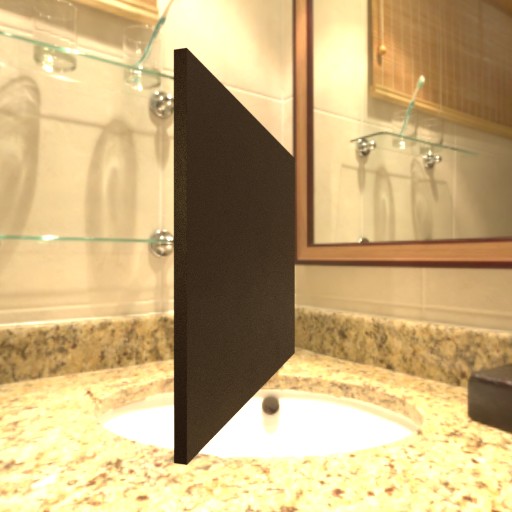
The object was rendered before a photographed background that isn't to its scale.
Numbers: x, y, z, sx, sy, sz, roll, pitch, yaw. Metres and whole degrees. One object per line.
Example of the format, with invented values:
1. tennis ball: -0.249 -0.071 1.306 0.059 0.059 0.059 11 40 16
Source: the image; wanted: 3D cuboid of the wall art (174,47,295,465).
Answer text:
1. wall art: 0.000 0.000 1.593 0.034 0.952 1.207 0 0 17
